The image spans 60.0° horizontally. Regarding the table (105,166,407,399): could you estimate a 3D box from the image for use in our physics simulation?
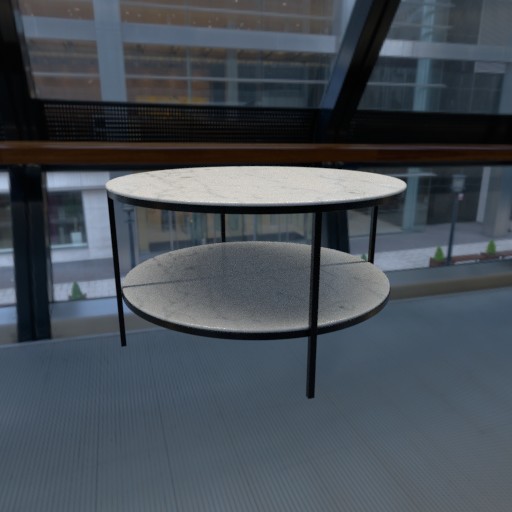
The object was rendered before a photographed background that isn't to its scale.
[{"bbox_3d":[0.000,0.000,1.300,0.800,0.450,0.800,0,16,0],"label":"table"}]
